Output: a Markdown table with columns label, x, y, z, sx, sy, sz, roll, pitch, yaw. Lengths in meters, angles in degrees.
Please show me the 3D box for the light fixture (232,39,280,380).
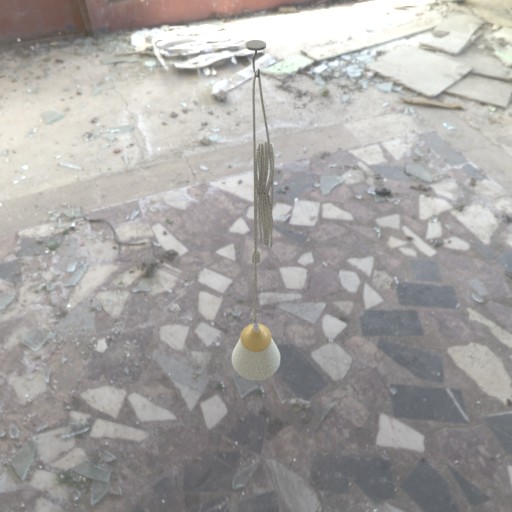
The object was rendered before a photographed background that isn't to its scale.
| label | x | y | z | sx | sy | sz | roll | pitch | yaw |
| --- | --- | --- | --- | --- | --- | --- | --- | --- | --- |
| light fixture | 0.000 | 0.000 | 1.032 | 0.153 | 0.966 | 0.153 | 11 | 49 | 9 |
